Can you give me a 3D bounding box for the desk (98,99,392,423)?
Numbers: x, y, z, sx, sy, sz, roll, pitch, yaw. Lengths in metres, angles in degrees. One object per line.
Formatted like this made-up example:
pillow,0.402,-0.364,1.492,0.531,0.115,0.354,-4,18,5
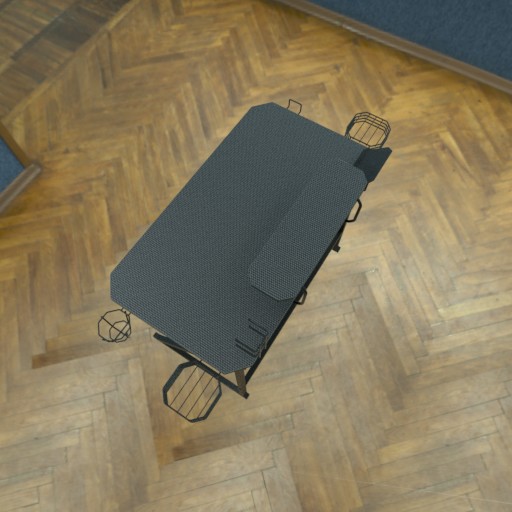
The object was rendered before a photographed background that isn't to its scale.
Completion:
desk,0.000,0.000,1.769,0.580,0.880,1.290,30,68,13
